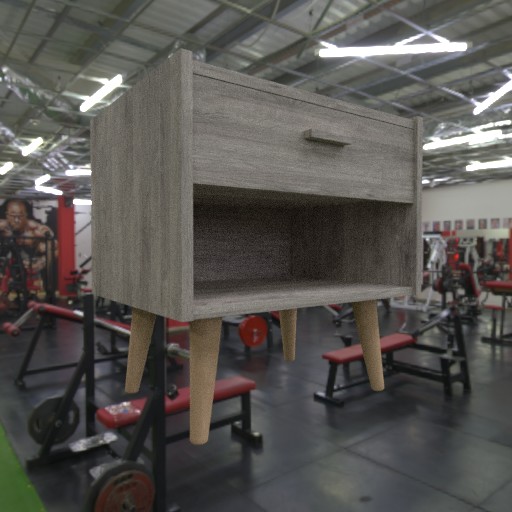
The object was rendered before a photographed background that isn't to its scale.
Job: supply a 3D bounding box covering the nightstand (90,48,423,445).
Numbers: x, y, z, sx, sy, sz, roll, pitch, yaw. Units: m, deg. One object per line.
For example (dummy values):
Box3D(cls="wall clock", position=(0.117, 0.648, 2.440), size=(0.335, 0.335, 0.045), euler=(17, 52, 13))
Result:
Box3D(cls="nightstand", position=(0.000, 0.000, 0.811), size=(0.480, 0.500, 0.380), euler=(-1, 2, -36))
